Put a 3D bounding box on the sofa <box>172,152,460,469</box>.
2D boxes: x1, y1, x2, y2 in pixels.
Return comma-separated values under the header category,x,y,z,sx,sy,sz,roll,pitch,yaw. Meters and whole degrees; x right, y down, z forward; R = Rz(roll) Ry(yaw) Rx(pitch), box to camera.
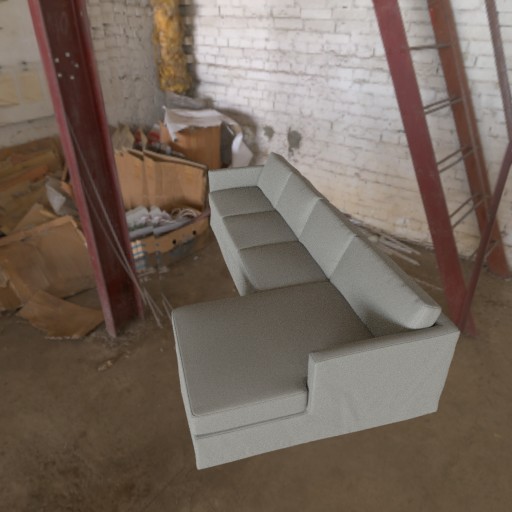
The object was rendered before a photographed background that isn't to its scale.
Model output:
category,x,y,z,sx,sy,sz,roll,pitch,yaw
sofa,0.000,0.000,3.837,1.622,0.867,3.177,-8,31,-14
